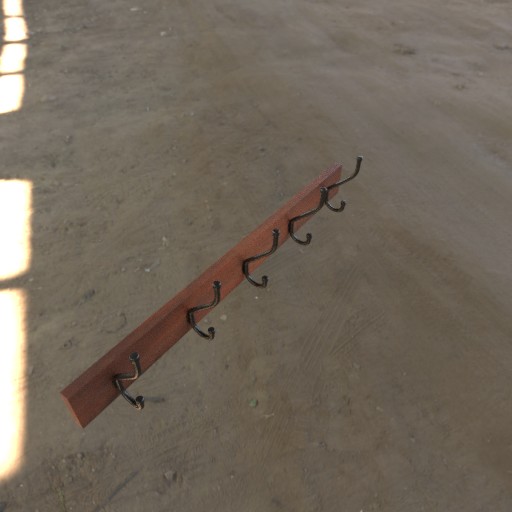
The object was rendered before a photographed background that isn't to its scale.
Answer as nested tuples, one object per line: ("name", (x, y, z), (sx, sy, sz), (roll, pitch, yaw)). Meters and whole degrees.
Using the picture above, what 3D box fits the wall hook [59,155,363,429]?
("wall hook", (0.000, 0.000, 0.603), (0.071, 0.117, 0.571), (26, 48, 26))
